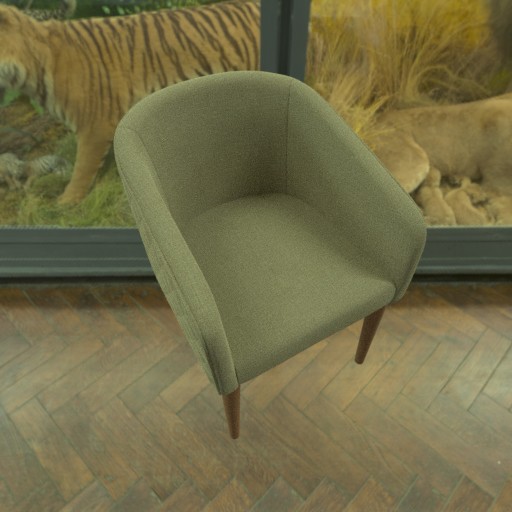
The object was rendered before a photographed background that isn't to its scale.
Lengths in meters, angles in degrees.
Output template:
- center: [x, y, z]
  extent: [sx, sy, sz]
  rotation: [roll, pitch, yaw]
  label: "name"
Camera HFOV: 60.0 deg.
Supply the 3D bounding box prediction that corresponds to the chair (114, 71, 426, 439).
- center: [0.000, 0.000, 1.220]
  extent: [0.584, 0.775, 0.616]
  rotation: [-24, 51, -21]
  label: "chair"
